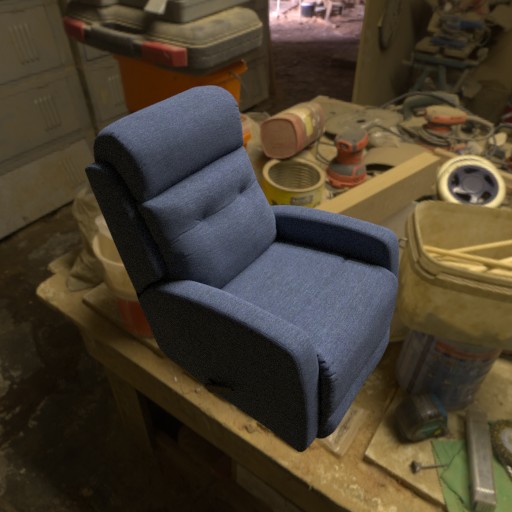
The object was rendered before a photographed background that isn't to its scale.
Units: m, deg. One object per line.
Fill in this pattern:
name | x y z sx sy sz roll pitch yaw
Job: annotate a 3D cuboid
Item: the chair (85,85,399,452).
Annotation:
chair | 0.000 0.000 1.708 1.043 1.013 0.798 26 46 27
